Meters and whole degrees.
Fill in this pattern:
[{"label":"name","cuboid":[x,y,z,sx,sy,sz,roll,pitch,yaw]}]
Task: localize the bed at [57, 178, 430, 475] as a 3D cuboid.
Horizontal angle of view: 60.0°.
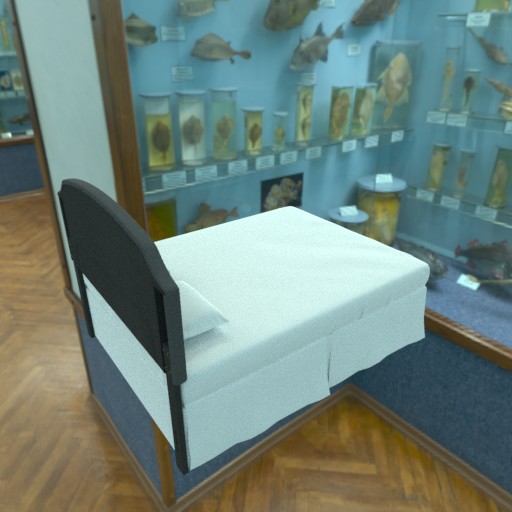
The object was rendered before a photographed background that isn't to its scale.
[{"label":"bed","cuboid":[0.000,0.000,2.974,1.999,1.270,1.558,-18,32,-32]}]
